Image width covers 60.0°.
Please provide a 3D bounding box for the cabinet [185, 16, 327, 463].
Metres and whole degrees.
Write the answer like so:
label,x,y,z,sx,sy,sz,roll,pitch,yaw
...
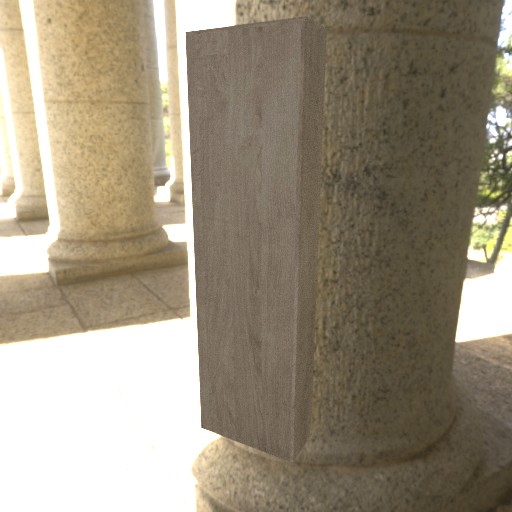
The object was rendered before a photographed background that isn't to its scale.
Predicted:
label,x,y,z,sx,sy,sz,roll,pitch,yaw
cabinet,0.000,0.000,1.938,0.500,1.790,0.230,9,18,27
